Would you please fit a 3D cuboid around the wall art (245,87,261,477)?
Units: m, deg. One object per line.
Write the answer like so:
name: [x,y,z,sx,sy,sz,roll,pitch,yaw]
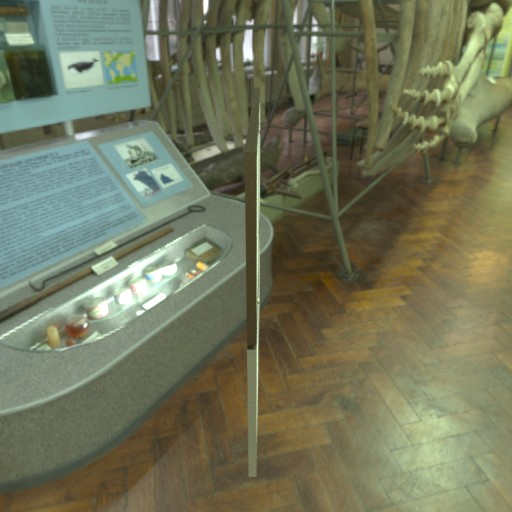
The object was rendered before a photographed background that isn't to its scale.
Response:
wall art: [0.000,0.000,1.614,0.030,1.032,1.032,0,28,1]
